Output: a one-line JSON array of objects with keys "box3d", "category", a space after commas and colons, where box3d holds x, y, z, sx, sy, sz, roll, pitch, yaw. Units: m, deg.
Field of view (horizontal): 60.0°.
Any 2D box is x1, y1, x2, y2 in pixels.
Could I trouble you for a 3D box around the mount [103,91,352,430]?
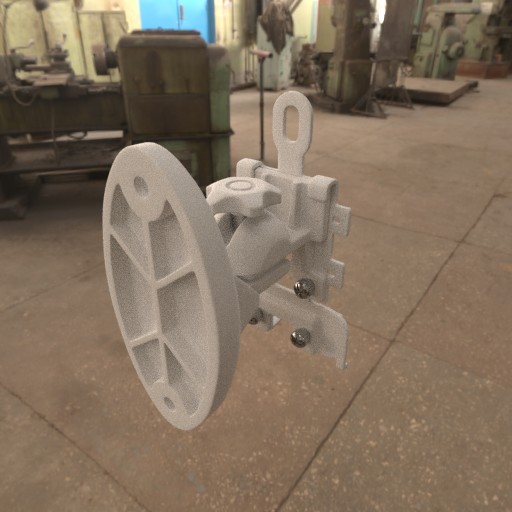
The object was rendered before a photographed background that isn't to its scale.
[{"box3d": [0.000, 0.000, 0.175, 0.066, 0.118, 0.100, 21, 35, 33], "category": "mount"}]
